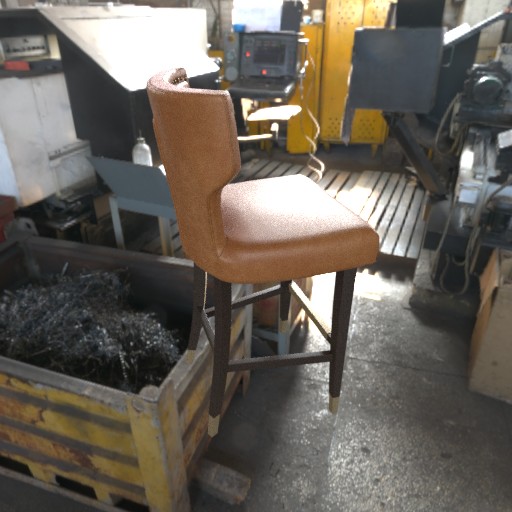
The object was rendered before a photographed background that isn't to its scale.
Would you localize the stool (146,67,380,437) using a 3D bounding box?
[{"bbox_3d":[0.000,0.000,1.424,0.563,1.092,0.526,-10,31,-17],"label":"stool"}]
